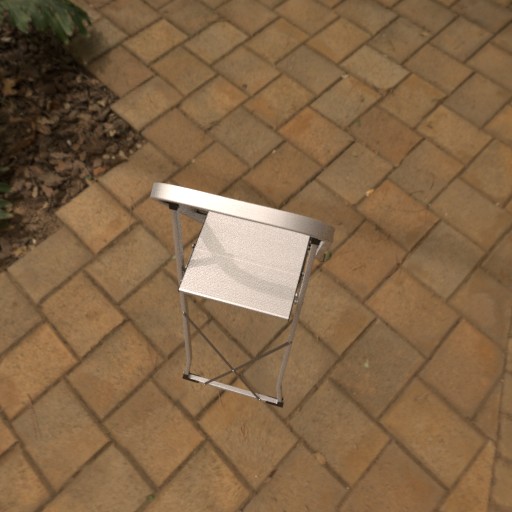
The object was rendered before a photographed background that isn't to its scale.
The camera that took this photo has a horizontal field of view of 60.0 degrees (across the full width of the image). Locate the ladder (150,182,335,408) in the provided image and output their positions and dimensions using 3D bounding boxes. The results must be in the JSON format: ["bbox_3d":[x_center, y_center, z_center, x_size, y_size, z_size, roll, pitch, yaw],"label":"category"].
[{"bbox_3d":[0.000,0.000,1.419,0.465,1.070,0.704,14,64,7],"label":"ladder"}]
